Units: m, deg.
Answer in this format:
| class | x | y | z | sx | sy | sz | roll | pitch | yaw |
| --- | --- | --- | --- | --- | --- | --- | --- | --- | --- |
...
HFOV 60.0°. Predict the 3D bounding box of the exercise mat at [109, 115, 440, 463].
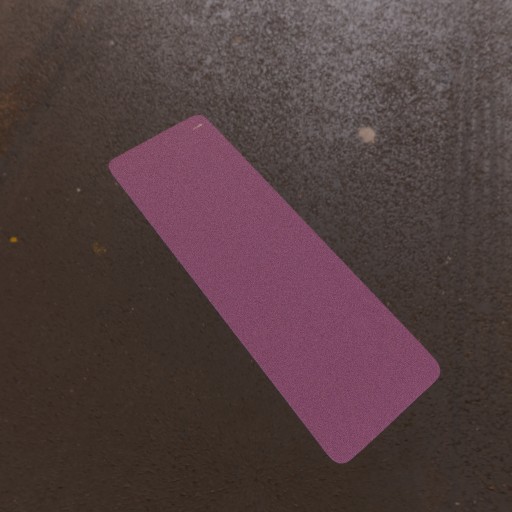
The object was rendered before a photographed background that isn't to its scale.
| class | x | y | z | sx | sy | sz | roll | pitch | yaw |
| --- | --- | --- | --- | --- | --- | --- | --- | --- | --- |
| exercise mat | 0.000 | 0.000 | 2.136 | 0.616 | 0.021 | 1.869 | -34 | 68 | -16 |
